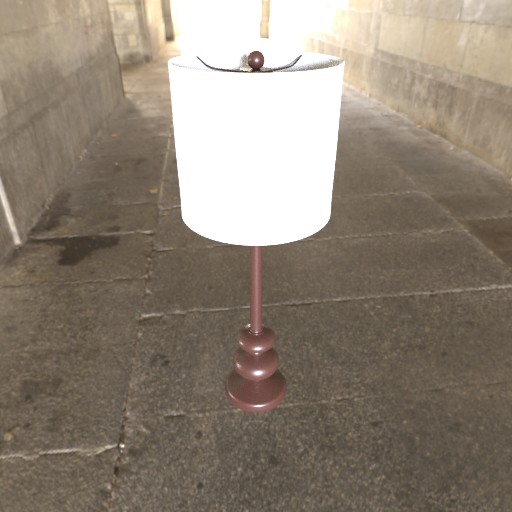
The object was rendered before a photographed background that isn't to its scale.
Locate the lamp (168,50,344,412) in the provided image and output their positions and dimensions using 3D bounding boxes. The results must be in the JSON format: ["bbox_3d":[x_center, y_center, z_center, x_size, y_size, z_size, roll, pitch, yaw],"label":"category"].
[{"bbox_3d":[0.000,0.000,0.816,0.254,0.690,0.254,22,37,32],"label":"lamp"}]
